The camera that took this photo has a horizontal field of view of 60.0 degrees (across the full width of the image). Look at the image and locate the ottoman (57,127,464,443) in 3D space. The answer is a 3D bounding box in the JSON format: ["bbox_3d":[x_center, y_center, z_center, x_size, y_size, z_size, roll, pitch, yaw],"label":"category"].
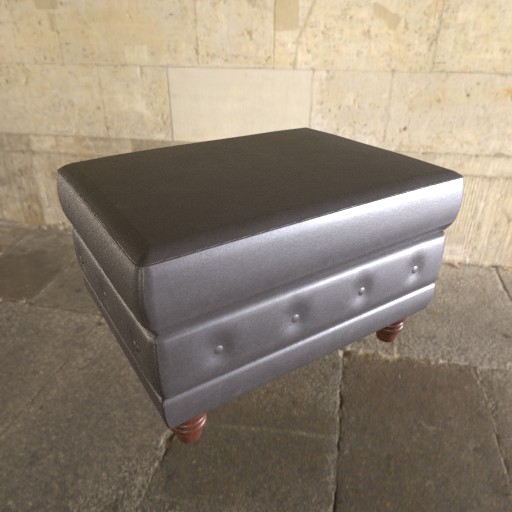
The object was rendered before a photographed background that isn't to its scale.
[{"bbox_3d":[0.000,0.000,1.138,0.795,0.498,0.590,-17,33,-29],"label":"ottoman"}]
